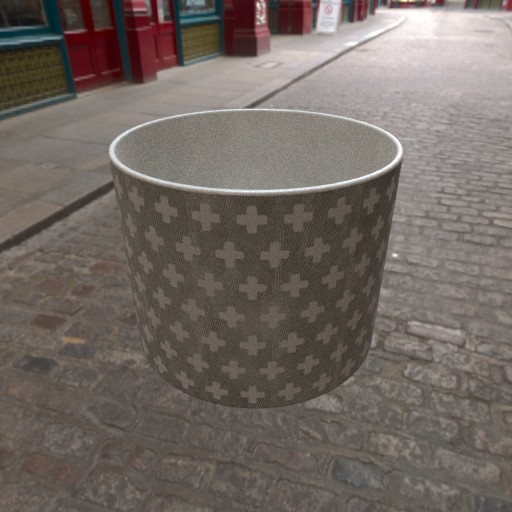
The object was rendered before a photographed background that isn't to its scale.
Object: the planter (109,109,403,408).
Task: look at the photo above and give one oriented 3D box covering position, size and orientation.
[{"bbox_3d":[0.000,0.000,0.450,0.250,0.239,0.250,0,30,0],"label":"planter"}]
